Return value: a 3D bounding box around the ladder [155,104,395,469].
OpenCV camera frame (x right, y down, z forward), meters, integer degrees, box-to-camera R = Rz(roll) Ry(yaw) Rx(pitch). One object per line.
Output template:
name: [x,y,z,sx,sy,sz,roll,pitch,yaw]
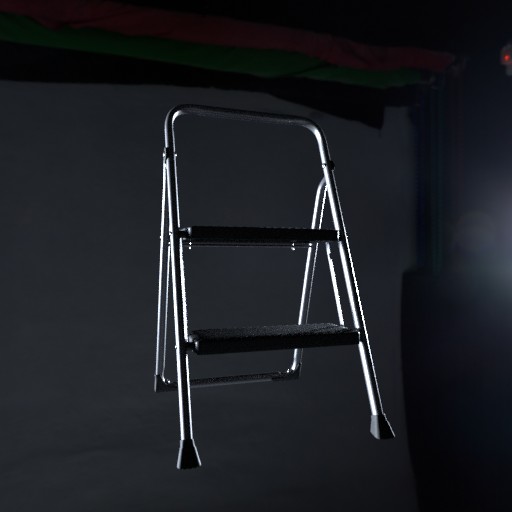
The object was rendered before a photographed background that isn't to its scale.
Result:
ladder: [0.000,0.000,1.031,0.430,0.720,0.472,0,0,-19]
